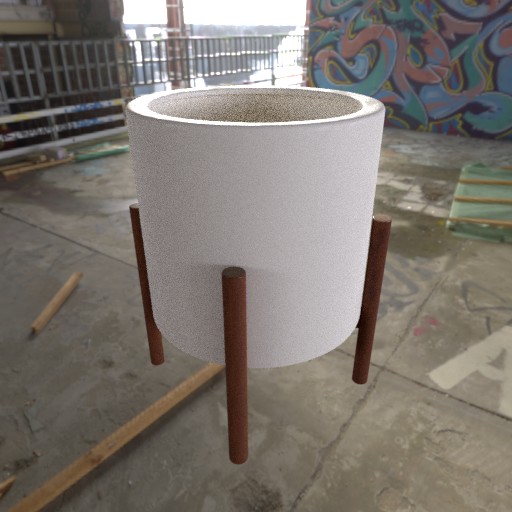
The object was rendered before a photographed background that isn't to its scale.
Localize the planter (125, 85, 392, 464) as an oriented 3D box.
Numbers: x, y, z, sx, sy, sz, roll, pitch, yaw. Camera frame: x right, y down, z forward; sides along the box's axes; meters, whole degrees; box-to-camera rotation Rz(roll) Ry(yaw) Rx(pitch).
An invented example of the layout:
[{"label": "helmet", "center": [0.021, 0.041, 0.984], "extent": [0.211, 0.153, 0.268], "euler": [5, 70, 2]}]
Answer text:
[{"label": "planter", "center": [0.000, 0.000, 0.870], "extent": [0.421, 0.581, 0.420], "euler": [-18, 32, -30]}]
